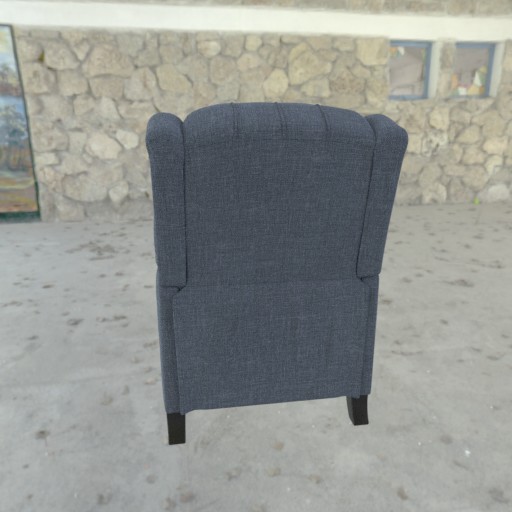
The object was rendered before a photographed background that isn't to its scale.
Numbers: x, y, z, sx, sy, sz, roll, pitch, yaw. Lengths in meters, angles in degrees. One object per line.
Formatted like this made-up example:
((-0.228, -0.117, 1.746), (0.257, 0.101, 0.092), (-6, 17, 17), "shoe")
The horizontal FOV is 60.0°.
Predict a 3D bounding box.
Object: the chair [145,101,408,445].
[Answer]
((0.000, 0.000, 1.634), (0.742, 1.035, 0.898), (-2, 16, -9), "chair")
